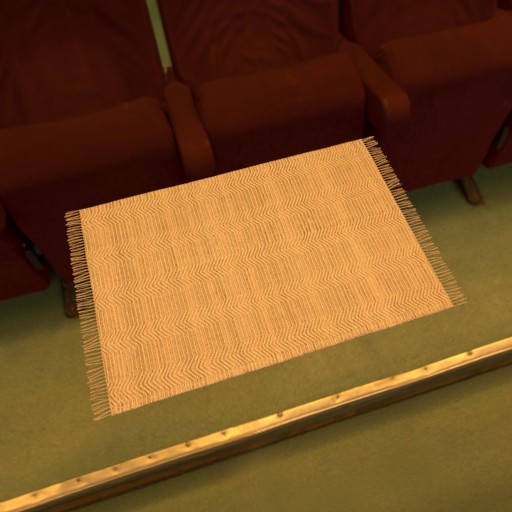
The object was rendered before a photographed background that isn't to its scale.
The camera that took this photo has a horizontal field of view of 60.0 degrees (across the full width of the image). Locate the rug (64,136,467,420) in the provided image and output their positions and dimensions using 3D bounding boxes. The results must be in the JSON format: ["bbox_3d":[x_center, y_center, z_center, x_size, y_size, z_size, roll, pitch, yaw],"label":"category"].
[{"bbox_3d":[0.000,0.000,2.506,2.021,0.027,1.224,-16,64,-8],"label":"rug"}]
